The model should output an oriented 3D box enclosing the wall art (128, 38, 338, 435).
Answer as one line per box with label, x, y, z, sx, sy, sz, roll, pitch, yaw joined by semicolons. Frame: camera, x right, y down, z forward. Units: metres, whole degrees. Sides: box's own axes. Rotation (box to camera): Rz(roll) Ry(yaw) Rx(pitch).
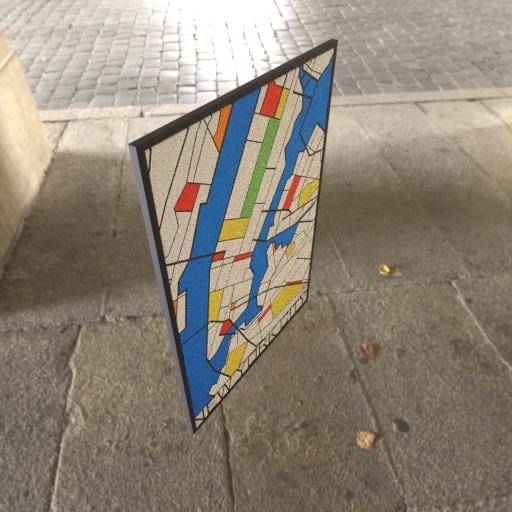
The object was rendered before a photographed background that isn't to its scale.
wall art;0.000;0.000;0.835;0.013;0.657;0.457;26;48;26
